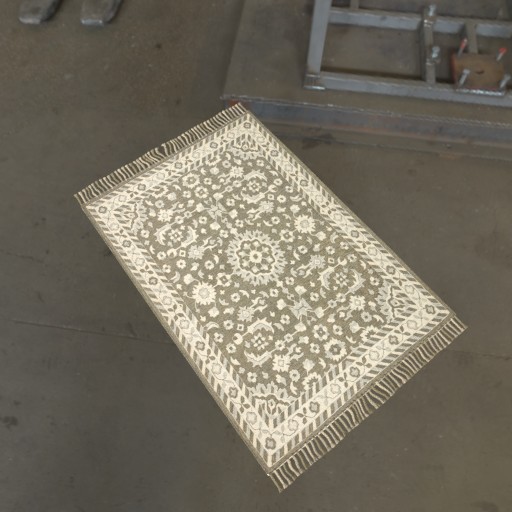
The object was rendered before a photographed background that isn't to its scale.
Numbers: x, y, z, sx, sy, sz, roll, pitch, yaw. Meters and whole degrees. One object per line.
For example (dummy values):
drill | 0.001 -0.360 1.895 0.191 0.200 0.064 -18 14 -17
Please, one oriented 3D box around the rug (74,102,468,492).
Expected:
rug | 0.000 0.000 3.013 1.530 0.025 2.431 -34 68 -16
